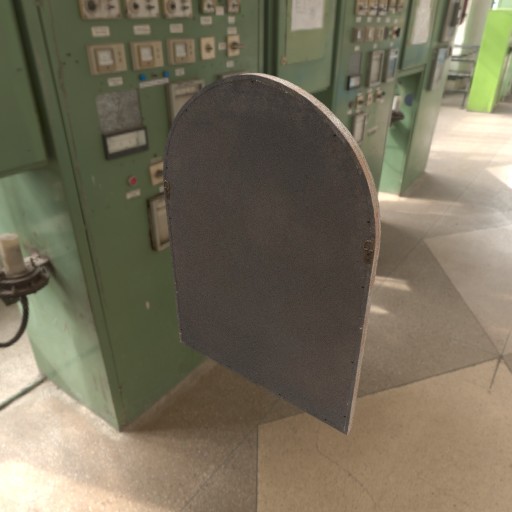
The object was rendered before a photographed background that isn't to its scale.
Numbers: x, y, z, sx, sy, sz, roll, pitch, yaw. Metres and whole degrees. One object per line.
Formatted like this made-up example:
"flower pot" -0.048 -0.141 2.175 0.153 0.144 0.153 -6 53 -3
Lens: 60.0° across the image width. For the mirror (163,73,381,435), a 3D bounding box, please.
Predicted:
"mirror" 0.000 0.000 1.202 0.660 0.920 0.032 20 35 32
